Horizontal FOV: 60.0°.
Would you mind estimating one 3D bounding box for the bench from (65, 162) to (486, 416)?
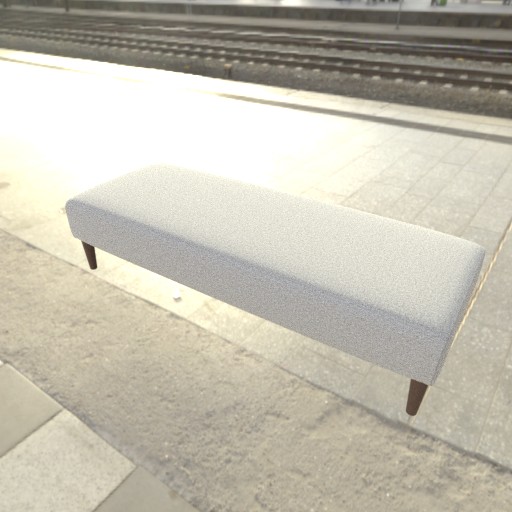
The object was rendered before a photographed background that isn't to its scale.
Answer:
[{"bbox_3d":[0.000,0.000,1.825,1.598,0.383,0.631,19,37,28],"label":"bench"}]
